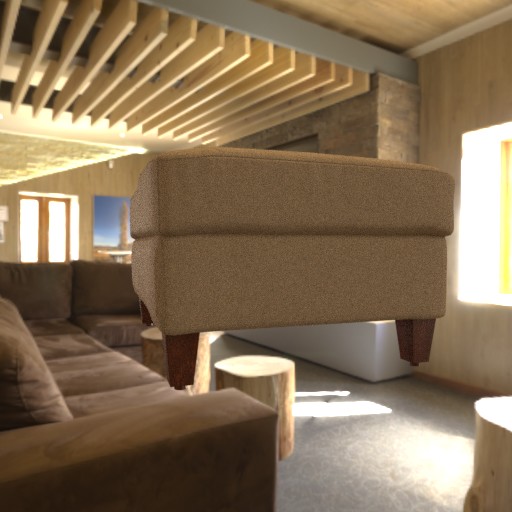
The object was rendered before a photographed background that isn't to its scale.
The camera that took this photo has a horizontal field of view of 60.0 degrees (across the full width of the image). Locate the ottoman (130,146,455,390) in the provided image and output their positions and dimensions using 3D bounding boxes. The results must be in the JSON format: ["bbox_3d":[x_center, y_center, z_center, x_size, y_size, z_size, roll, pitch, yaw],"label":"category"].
[{"bbox_3d":[0.000,0.000,1.318,0.692,0.511,0.902,0,1,-18],"label":"ottoman"}]
